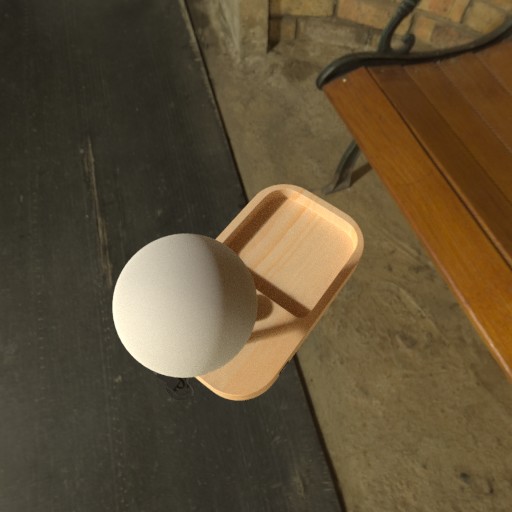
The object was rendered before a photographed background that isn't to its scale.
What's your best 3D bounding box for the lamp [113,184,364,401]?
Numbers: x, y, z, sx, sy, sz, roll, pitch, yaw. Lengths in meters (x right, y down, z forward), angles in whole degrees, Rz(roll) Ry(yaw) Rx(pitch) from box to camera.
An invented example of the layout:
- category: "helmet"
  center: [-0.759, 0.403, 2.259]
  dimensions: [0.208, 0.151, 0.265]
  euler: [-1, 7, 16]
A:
- category: "lamp"
  center: [0.000, 0.000, 0.487]
  dimensions: [0.173, 0.253, 0.331]
  euler: [34, 68, 16]
